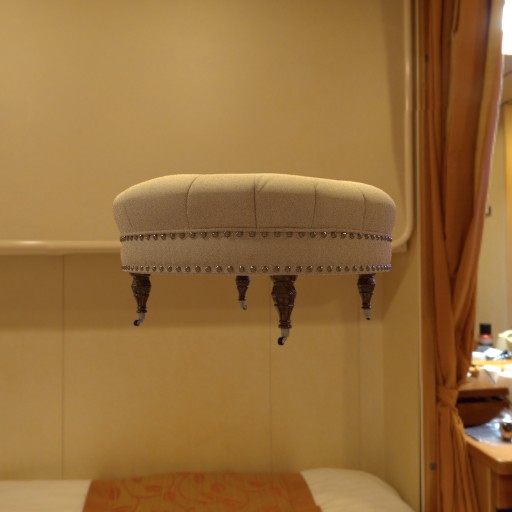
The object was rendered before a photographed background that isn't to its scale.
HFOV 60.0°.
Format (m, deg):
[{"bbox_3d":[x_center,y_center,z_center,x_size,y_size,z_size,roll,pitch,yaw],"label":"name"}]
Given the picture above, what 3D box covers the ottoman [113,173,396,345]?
[{"bbox_3d":[0.000,0.000,1.455,0.901,0.439,0.901,0,0,0],"label":"ottoman"}]
